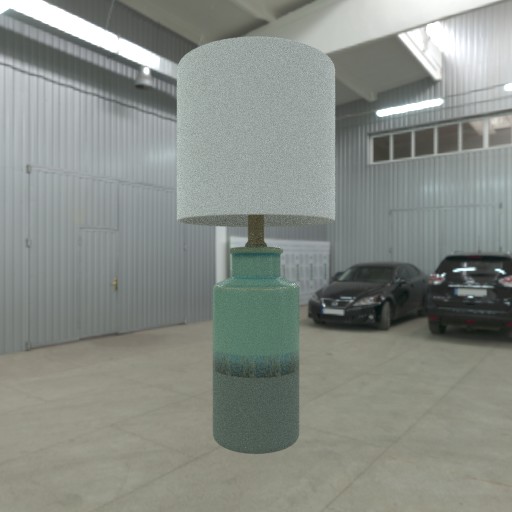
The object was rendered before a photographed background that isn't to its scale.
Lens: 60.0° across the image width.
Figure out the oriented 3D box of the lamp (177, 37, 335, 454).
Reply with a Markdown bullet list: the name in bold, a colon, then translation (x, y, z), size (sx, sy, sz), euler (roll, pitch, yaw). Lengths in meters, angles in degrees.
- **lamp**: translation (0.000, 0.000, 0.603), size (0.212, 0.493, 0.212), euler (0, 0, 2)
